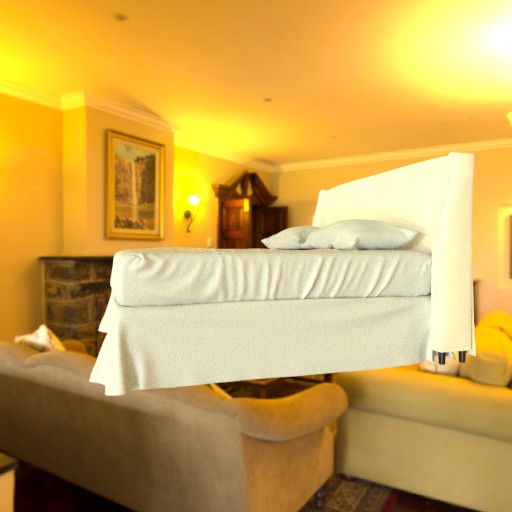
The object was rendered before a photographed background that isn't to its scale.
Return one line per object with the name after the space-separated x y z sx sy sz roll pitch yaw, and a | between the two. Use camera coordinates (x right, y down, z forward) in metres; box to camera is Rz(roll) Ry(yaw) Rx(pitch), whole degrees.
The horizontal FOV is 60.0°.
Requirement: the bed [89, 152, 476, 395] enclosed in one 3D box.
0.000 0.000 3.314 2.276 1.332 1.925 0 1 -18 | bed
